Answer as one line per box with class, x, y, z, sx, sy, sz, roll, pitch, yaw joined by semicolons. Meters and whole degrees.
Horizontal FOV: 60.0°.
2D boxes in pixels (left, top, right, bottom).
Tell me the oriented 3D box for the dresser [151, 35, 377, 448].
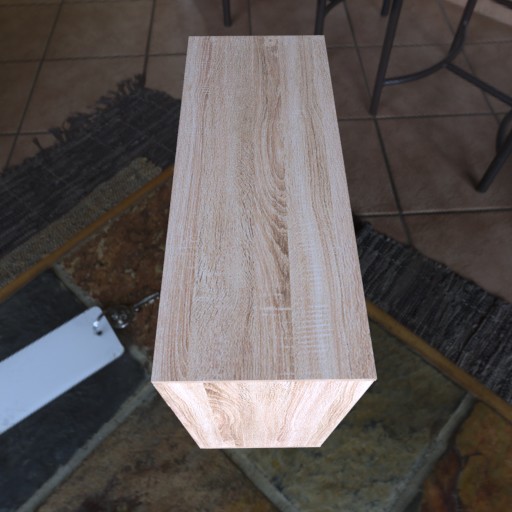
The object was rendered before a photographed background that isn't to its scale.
dresser;0.000;0.000;1.517;0.450;0.900;1.100;-1;59;0
